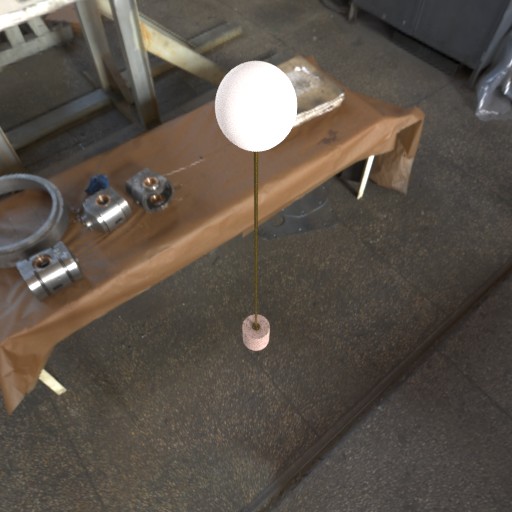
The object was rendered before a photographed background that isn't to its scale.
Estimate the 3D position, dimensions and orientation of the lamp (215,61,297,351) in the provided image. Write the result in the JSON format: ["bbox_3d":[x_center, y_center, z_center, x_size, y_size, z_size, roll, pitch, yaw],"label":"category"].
[{"bbox_3d":[0.000,0.000,1.869,0.229,1.748,0.229,14,58,9],"label":"lamp"}]
